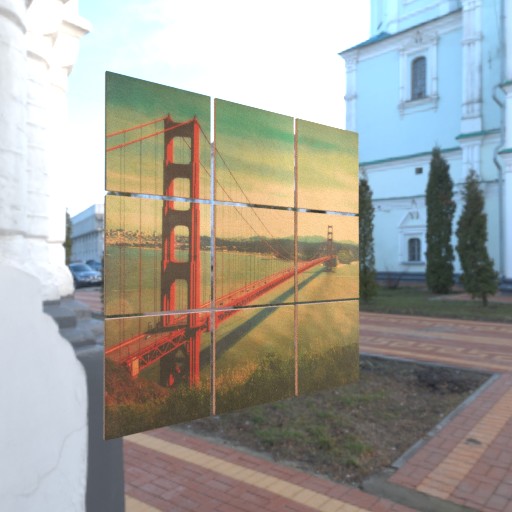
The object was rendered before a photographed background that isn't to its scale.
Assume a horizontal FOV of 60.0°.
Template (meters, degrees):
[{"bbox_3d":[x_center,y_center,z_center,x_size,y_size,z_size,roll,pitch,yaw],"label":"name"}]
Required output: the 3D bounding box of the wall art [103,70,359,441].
[{"bbox_3d":[0.000,0.000,1.804,1.217,1.207,0.016,0,-1,-36],"label":"wall art"}]
